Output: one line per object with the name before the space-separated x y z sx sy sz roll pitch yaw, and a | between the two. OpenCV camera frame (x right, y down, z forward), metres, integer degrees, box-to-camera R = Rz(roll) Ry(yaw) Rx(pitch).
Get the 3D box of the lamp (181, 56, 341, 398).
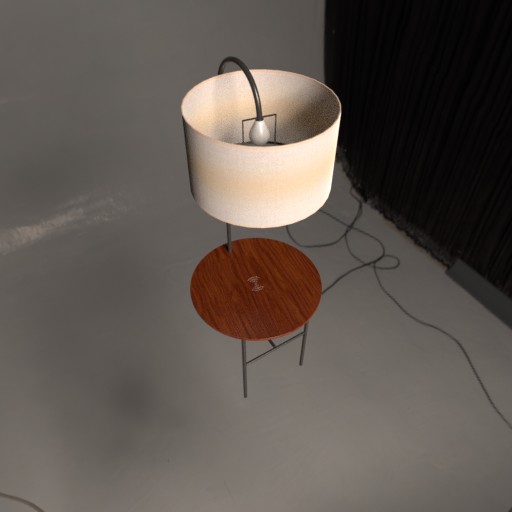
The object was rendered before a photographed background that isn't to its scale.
lamp | 0.000 0.000 1.811 0.573 1.517 0.573 0 46 0
